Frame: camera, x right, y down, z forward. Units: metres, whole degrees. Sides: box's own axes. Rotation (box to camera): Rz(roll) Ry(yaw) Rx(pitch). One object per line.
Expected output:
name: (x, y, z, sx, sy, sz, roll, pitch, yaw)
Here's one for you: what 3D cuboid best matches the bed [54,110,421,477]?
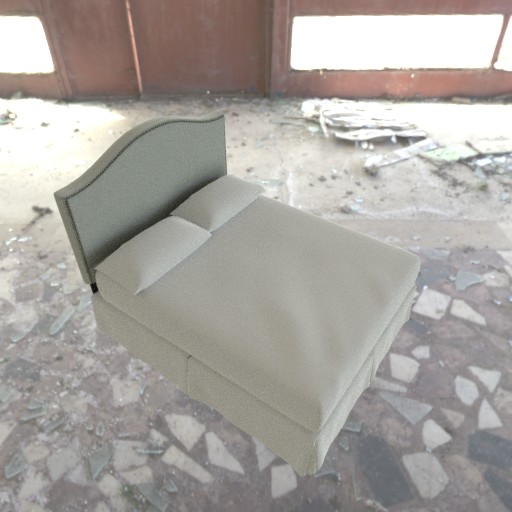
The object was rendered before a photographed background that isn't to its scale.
bed: (0.000, 0.000, 3.410, 2.180, 1.607, 1.813, 25, 46, 26)
